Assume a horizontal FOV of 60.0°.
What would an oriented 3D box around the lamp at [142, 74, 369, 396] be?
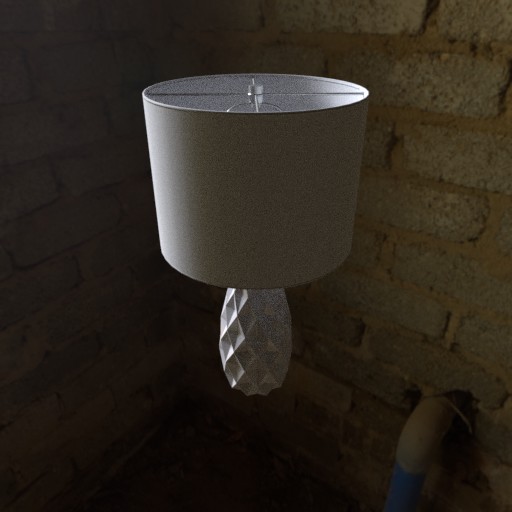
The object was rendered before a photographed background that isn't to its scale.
[{"bbox_3d":[0.000,0.000,0.719,0.297,0.522,0.297,0,30,0],"label":"lamp"}]
